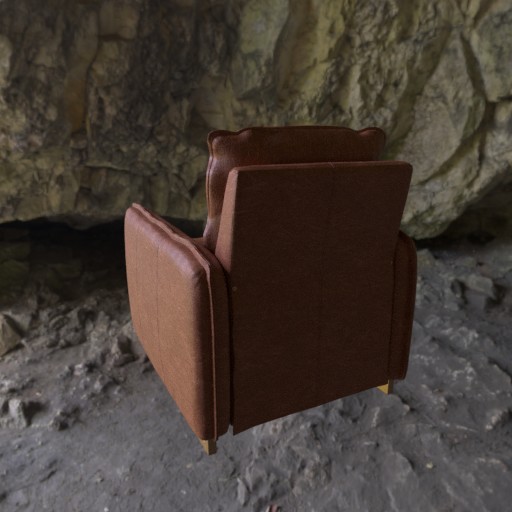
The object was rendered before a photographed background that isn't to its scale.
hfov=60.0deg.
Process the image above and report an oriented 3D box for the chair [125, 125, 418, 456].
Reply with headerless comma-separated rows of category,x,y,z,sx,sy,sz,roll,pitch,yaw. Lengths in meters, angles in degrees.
chair,0.000,0.000,1.650,0.830,0.922,0.922,-8,17,-26
